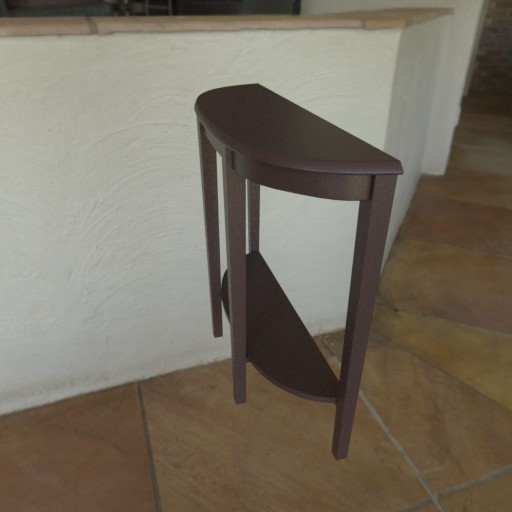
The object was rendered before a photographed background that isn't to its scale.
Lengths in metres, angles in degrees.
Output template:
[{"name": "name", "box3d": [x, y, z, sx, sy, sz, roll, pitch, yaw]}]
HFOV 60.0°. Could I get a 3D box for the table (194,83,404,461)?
[{"name": "table", "box3d": [0.000, 0.000, 1.322, 0.274, 0.831, 0.909, -8, 31, -14]}]
